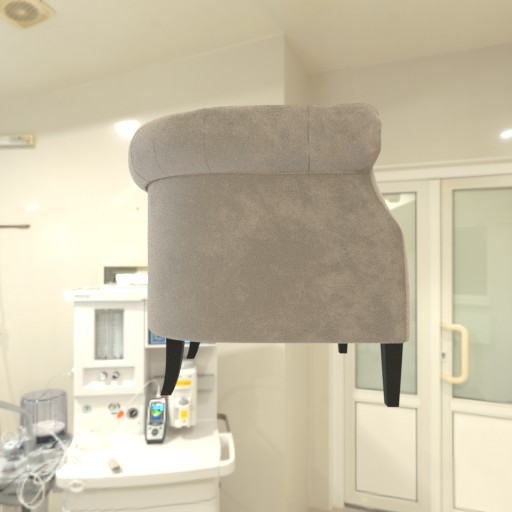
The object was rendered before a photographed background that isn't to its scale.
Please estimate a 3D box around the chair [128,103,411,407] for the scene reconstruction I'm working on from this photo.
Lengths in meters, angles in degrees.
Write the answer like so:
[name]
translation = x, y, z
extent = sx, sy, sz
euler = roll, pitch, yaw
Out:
[chair]
translation = 0.000, 0.000, 1.566
extent = 0.851, 0.826, 0.904
euler = 0, -1, 0
